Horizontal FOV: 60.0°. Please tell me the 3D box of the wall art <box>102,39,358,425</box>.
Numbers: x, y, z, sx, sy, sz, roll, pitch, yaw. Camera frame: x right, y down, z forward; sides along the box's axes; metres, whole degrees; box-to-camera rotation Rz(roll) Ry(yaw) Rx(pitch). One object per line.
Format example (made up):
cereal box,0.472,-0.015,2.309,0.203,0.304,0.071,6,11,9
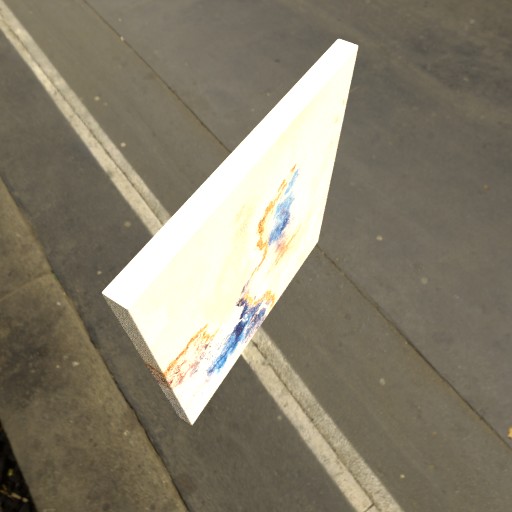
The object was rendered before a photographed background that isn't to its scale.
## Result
wall art,0.000,0.000,1.576,0.071,1.061,1.061,28,62,17
